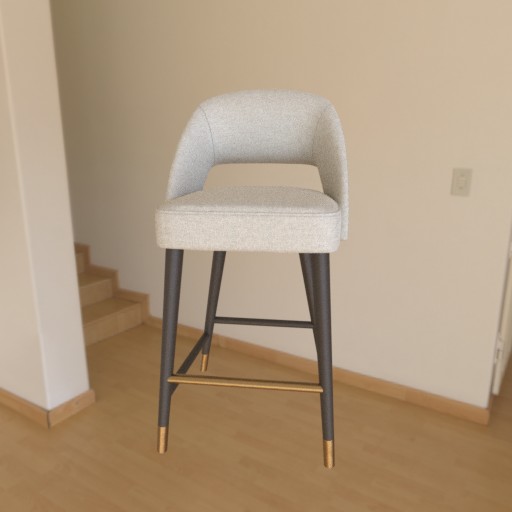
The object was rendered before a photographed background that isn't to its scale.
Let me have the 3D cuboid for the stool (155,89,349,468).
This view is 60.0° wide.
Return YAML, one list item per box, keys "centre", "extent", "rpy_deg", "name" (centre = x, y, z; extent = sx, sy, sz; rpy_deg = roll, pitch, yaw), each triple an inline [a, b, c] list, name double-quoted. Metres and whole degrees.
- centre: [0.000, 0.000, 1.244]
  extent: [0.494, 0.940, 0.509]
  rpy_deg: [2, 14, 7]
  name: "stool"
